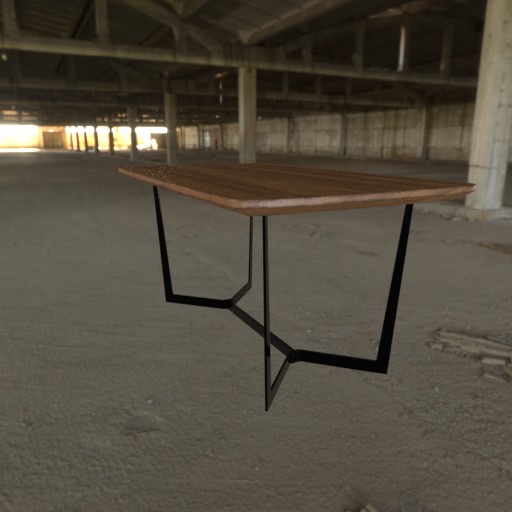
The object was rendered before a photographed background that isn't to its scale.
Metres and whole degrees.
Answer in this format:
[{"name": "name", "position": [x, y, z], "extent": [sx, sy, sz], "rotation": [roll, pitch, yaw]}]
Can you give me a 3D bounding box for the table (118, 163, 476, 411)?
[{"name": "table", "position": [0.000, 0.000, 2.086], "extent": [0.949, 0.765, 1.643], "rotation": [-8, 16, -26]}]
